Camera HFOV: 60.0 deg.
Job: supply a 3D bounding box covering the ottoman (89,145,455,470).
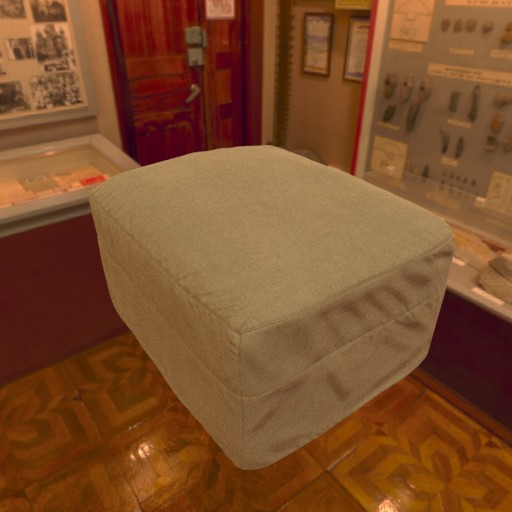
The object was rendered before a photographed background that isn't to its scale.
[{"bbox_3d":[0.000,0.000,1.247,0.683,0.481,0.837,-21,37,-30],"label":"ottoman"}]
